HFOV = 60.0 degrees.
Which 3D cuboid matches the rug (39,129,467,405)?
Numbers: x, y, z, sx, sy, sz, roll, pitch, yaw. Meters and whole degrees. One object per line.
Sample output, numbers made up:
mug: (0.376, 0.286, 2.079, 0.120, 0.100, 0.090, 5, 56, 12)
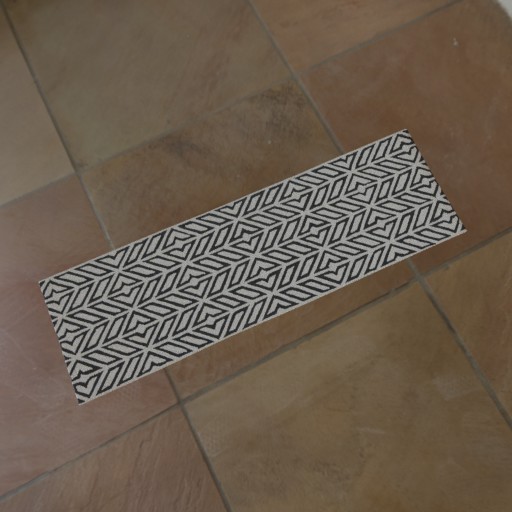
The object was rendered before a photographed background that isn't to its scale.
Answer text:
rug: (0.000, 0.000, 2.615, 2.435, 0.009, 0.750, -23, 77, -6)
